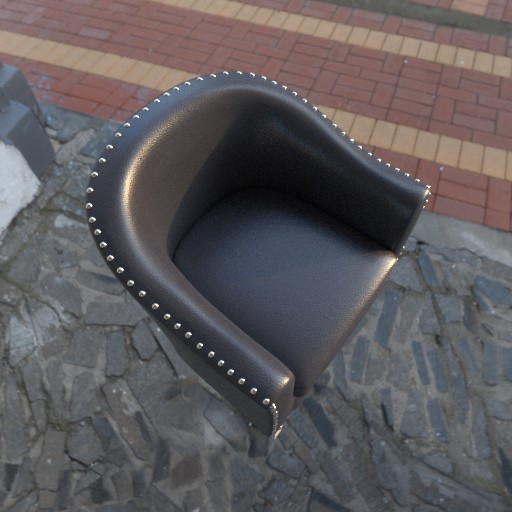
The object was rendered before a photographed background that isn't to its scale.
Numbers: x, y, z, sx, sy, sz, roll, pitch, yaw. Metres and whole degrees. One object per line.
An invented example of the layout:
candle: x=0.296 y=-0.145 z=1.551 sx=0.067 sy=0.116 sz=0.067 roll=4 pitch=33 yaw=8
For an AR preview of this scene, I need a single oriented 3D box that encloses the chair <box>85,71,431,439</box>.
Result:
chair: x=0.000 y=0.000 z=1.405 sx=0.748 sy=0.823 sz=0.794 roll=34 pitch=64 yaw=19
